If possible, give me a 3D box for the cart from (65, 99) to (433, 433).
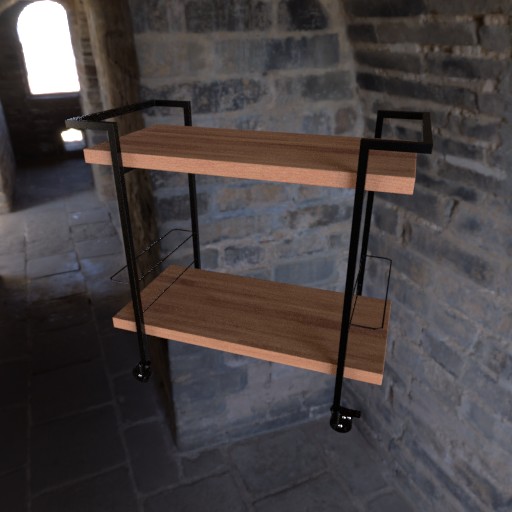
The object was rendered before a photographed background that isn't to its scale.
[{"bbox_3d":[0.000,0.000,1.251,0.806,0.762,0.406,9,28,17],"label":"cart"}]
